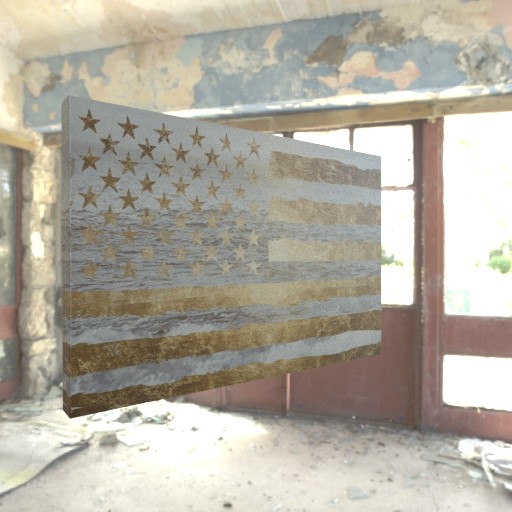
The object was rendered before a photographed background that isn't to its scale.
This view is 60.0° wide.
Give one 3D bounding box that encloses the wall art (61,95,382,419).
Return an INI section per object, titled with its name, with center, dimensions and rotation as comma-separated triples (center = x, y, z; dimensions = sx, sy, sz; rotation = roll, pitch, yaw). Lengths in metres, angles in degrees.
[wall art]
center = 0.000, 0.000, 0.749
dimensions = 0.606, 0.407, 0.041
rotation = 0, 1, -36
